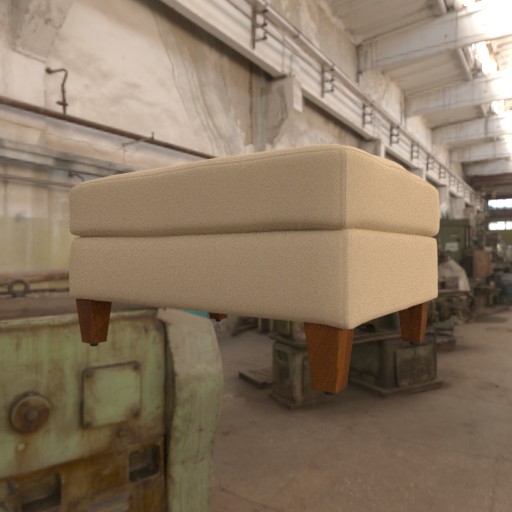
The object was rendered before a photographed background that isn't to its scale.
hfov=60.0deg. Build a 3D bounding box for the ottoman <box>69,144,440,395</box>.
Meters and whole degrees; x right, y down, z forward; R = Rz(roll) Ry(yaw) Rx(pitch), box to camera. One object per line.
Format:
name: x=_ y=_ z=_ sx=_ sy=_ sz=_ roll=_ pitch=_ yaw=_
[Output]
ottoman: x=0.000 y=0.000 z=1.201 sx=0.818 sy=0.485 sz=0.634 roll=0 pitch=1 yaw=35
